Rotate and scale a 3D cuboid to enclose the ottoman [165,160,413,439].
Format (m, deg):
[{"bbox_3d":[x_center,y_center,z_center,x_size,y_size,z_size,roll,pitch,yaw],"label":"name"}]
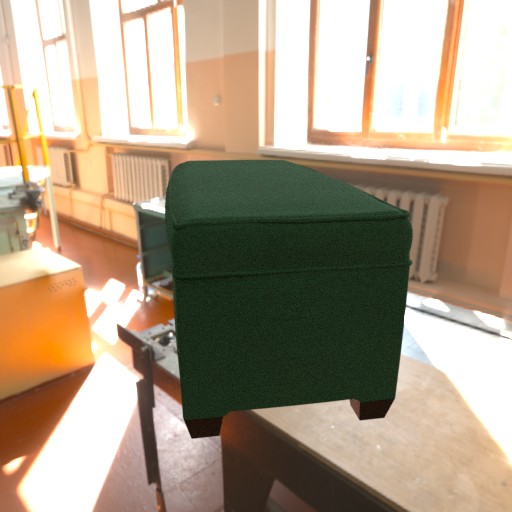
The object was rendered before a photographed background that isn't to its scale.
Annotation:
[{"bbox_3d":[0.000,0.000,1.262,0.483,0.471,0.957,-3,18,-9],"label":"ottoman"}]
